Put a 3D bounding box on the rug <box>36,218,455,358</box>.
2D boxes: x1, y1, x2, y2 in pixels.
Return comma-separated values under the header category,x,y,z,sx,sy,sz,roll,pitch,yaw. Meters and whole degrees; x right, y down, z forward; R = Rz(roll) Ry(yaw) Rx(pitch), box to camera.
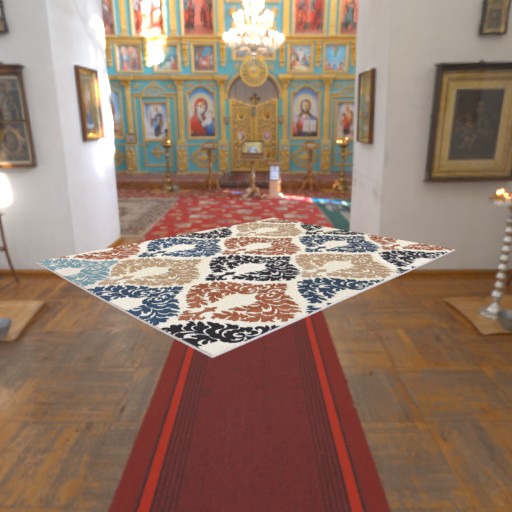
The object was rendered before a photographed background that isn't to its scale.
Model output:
category,x,y,z,sx,sy,sz,roll,pitch,yaw
rug,0.000,0.000,4.064,3.040,0.014,2.423,-15,21,-43
